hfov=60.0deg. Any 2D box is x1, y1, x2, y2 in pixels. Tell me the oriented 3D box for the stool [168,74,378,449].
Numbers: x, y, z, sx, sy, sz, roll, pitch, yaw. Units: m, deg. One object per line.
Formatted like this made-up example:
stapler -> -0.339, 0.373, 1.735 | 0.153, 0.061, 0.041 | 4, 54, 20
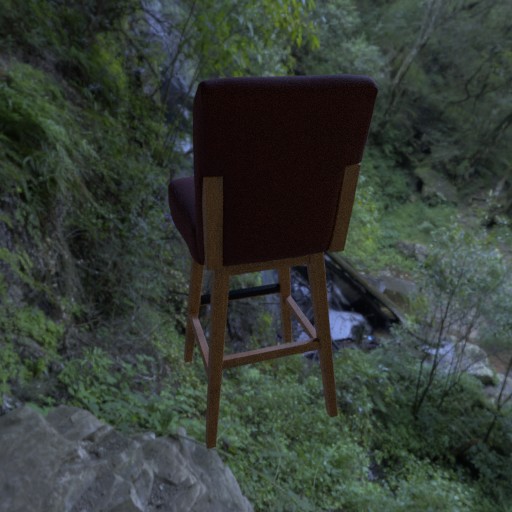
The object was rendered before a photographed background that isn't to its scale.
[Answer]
stool -> 0.000, 0.000, 1.397 | 0.468, 1.093, 0.562 | -8, 28, -16
